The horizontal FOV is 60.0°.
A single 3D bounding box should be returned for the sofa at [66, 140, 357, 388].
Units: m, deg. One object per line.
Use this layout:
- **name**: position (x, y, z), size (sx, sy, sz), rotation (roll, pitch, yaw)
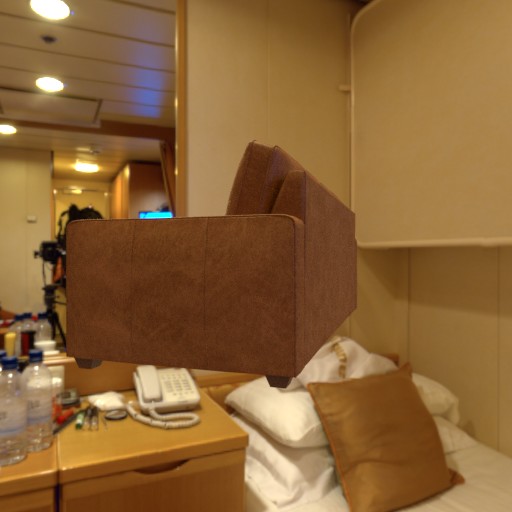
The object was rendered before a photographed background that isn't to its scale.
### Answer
- **sofa**: position (0.000, 0.000, 2.661), size (0.991, 0.928, 2.156), rotation (0, 0, 18)
